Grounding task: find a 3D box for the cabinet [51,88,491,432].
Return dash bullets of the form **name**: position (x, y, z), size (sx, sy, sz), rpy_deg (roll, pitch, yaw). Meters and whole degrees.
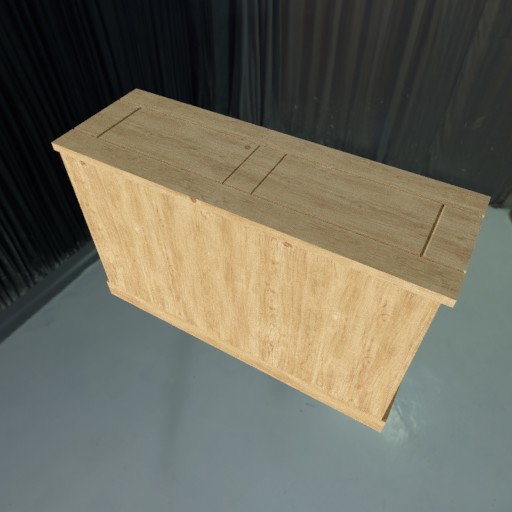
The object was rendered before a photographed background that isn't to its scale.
- **cabinet**: position (0.000, 0.000, 1.678), size (1.321, 0.810, 0.432), rpy_deg (23, 51, 20)
